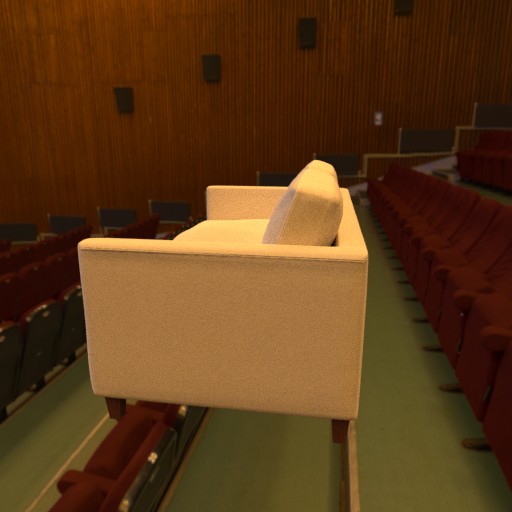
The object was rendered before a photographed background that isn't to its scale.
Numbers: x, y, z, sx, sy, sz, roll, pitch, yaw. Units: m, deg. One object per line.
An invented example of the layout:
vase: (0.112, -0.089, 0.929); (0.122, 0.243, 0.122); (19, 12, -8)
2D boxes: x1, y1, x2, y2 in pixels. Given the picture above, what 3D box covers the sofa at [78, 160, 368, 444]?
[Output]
sofa: (0.000, 0.000, 2.224); (0.964, 0.888, 1.702); (3, 16, 9)
